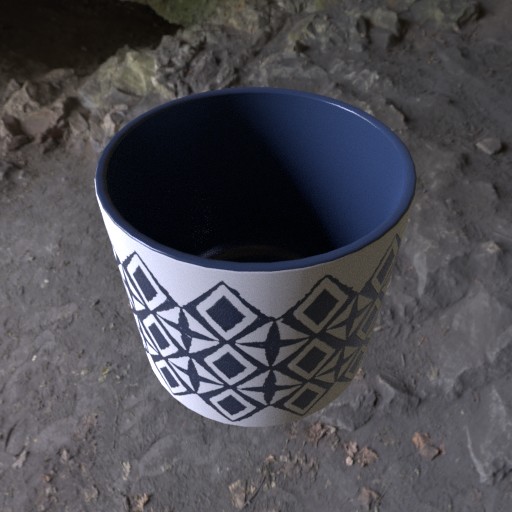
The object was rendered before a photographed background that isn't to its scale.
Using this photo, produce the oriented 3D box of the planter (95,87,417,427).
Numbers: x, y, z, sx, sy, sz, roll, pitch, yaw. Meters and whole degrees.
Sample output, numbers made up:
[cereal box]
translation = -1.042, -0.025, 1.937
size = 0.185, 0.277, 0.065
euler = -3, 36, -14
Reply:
[planter]
translation = 0.000, 0.000, 0.313
size = 0.182, 0.165, 0.182
euler = 0, 45, 0
